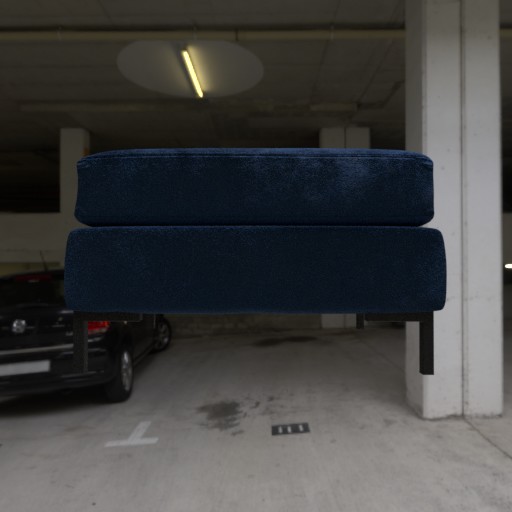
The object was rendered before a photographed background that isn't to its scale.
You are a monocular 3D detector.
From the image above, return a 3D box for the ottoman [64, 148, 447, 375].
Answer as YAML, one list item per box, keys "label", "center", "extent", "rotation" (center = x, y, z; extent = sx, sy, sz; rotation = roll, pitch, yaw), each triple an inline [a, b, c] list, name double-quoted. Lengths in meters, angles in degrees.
- label: "ottoman"
  center: [0.000, 0.000, 1.206]
  extent: [0.794, 0.485, 0.655]
  rotation: [0, -1, 0]
